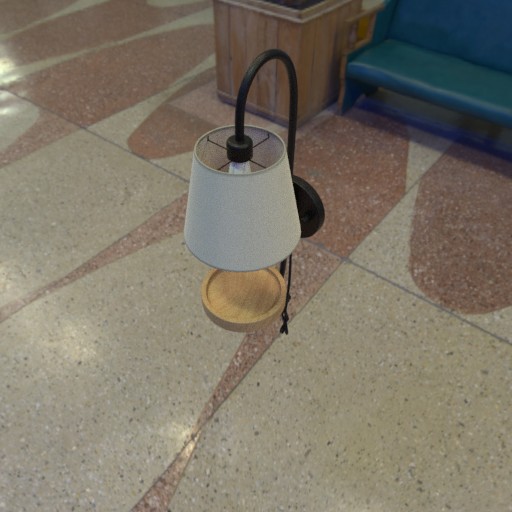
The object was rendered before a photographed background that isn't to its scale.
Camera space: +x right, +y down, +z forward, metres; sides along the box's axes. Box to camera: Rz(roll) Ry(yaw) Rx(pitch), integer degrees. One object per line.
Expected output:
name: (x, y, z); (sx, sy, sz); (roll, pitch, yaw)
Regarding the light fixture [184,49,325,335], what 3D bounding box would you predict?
light fixture: (0.000, 0.000, 0.931); (0.220, 0.821, 0.299); (31, 53, 27)
